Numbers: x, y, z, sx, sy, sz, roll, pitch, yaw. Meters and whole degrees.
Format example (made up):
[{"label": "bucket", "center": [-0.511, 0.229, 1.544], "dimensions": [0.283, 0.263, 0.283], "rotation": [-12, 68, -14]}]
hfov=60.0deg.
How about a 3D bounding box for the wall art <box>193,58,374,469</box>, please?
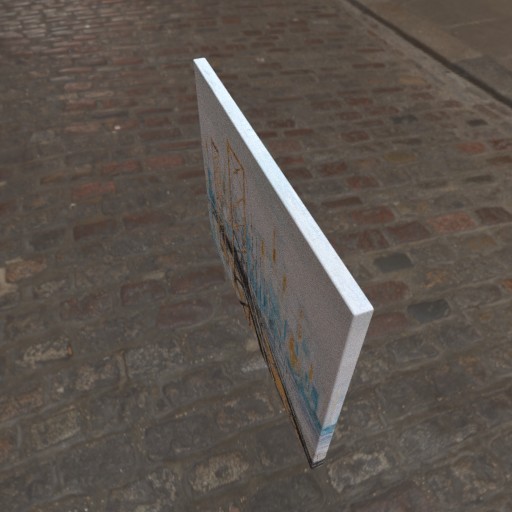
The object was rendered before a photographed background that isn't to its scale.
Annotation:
[{"label": "wall art", "center": [0.000, 0.000, 1.318], "dimensions": [0.038, 0.762, 1.016], "rotation": [-15, 49, -14]}]
